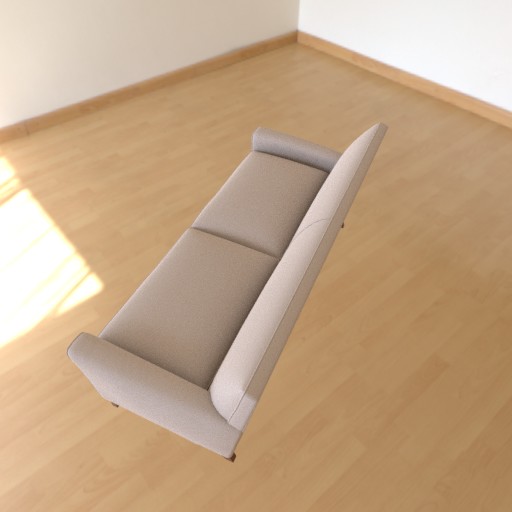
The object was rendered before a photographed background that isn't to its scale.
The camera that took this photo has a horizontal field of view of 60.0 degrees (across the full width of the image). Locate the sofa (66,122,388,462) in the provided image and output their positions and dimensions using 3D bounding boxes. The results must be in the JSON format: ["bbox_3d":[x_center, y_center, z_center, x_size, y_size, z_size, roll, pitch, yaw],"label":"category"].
[{"bbox_3d":[0.000,0.000,2.464,0.875,0.846,2.000,18,49,17],"label":"sofa"}]
